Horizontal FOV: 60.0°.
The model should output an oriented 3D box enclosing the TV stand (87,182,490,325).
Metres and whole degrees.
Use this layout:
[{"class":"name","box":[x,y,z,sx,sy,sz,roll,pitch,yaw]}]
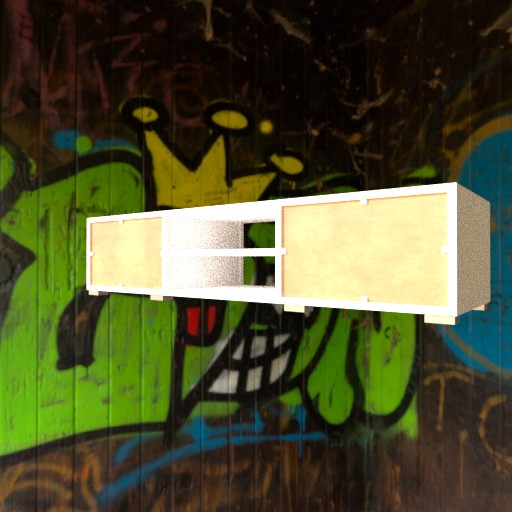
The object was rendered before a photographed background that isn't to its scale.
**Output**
[{"class":"TV stand","box":[0.000,0.000,1.548,1.400,0.310,0.420,0,-1,37]}]
